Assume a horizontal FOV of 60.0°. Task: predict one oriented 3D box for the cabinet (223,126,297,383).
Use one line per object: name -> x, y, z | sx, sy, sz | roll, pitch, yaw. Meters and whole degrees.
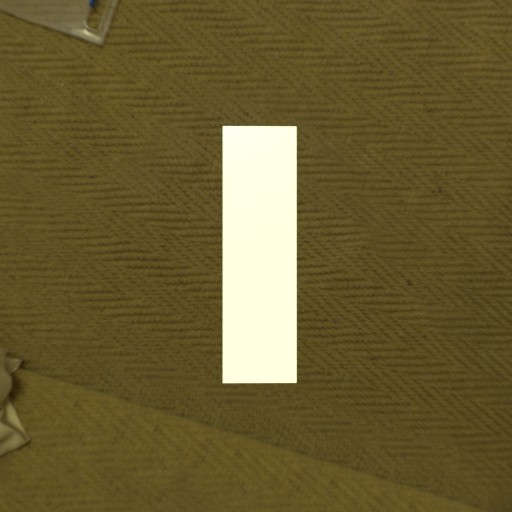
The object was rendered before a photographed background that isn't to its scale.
cabinet -> 0.000, 0.000, 1.995 | 0.192, 1.770, 0.643 | 0, 90, -1
